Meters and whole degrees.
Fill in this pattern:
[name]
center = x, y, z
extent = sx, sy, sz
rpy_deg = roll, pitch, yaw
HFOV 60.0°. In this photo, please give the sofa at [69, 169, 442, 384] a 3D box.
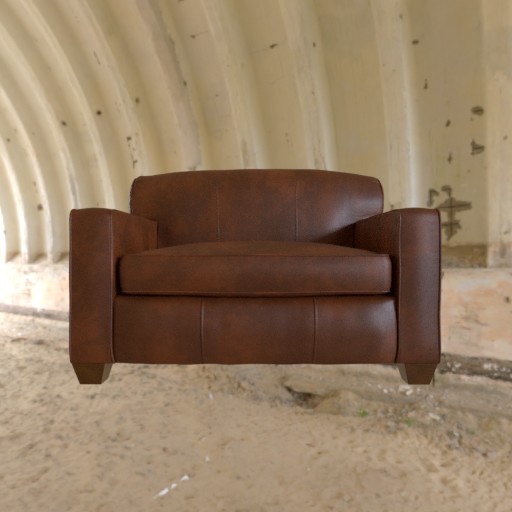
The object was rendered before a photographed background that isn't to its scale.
[sofa]
center = 0.000, 0.000, 2.074
extent = 1.413, 0.956, 1.000
rpy_deg = 0, 0, 0
